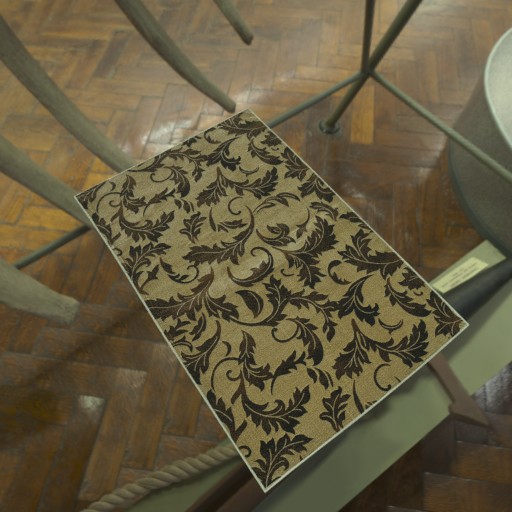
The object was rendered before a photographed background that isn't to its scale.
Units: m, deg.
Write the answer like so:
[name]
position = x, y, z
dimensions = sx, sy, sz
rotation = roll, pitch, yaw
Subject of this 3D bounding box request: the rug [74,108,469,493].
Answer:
[rug]
position = 0.000, 0.000, 2.878
dimensions = 1.522, 0.008, 2.284
rotation = -32, 65, -17
